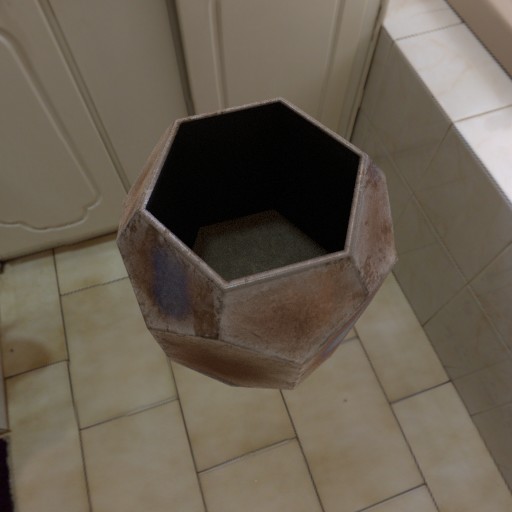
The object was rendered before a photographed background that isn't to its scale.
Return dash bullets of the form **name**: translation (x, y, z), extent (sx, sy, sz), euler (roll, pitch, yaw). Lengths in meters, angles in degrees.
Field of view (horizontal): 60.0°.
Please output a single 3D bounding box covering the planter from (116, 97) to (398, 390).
- **planter**: translation (0.000, 0.000, 0.427), extent (0.221, 0.238, 0.243), euler (-15, 64, -7)
